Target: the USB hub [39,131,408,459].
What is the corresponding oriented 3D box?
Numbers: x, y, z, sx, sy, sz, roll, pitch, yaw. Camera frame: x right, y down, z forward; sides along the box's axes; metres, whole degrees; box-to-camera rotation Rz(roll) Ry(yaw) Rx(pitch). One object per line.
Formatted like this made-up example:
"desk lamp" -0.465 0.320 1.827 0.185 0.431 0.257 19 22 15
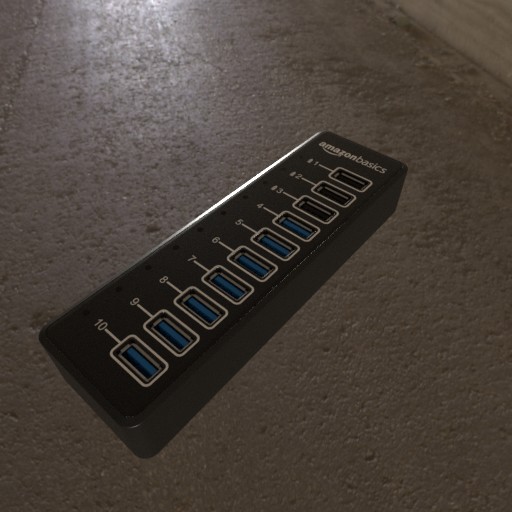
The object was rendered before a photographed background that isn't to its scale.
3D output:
"USB hub" 0.000 0.000 0.162 0.044 0.023 0.145 32 55 26
